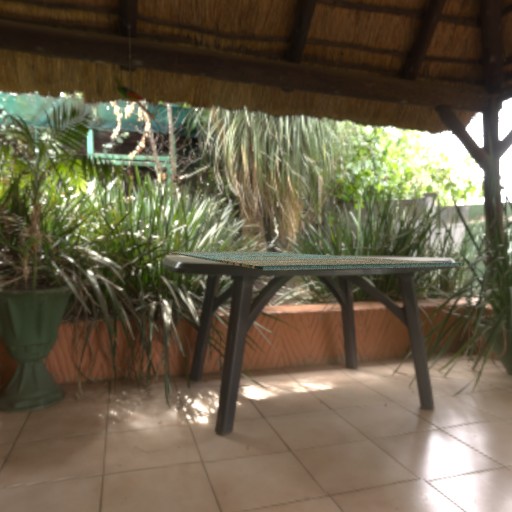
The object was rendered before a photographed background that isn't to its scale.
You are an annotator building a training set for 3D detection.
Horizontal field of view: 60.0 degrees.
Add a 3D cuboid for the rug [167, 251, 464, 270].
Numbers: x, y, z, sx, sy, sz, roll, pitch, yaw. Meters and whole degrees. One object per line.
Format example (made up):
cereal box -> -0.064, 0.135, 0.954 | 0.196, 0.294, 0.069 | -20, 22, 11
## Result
rug -> 0.000, 0.000, 2.600 | 0.744, 0.010, 2.441 | -1, 2, -18
